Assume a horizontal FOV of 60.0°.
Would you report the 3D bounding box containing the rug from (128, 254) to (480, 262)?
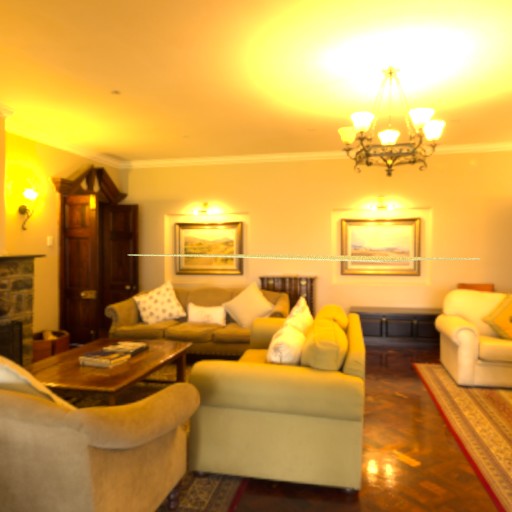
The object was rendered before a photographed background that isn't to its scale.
[{"bbox_3d":[0.000,0.000,2.628,0.686,0.013,2.340,-1,1,-37],"label":"rug"}]
